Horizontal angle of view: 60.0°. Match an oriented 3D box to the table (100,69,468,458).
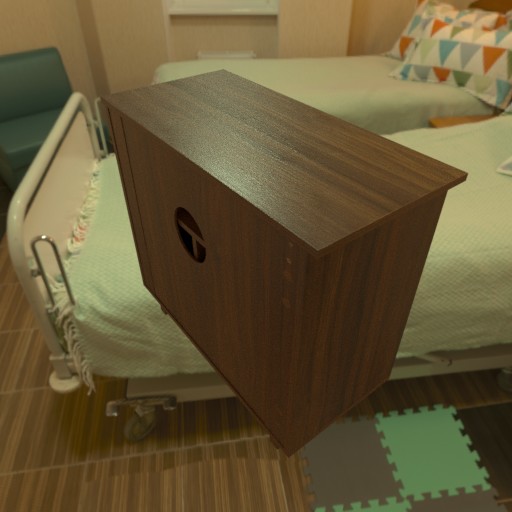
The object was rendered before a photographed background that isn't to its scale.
[{"bbox_3d":[0.000,0.000,1.204,0.390,0.725,0.802,-26,45,-28],"label":"table"}]
